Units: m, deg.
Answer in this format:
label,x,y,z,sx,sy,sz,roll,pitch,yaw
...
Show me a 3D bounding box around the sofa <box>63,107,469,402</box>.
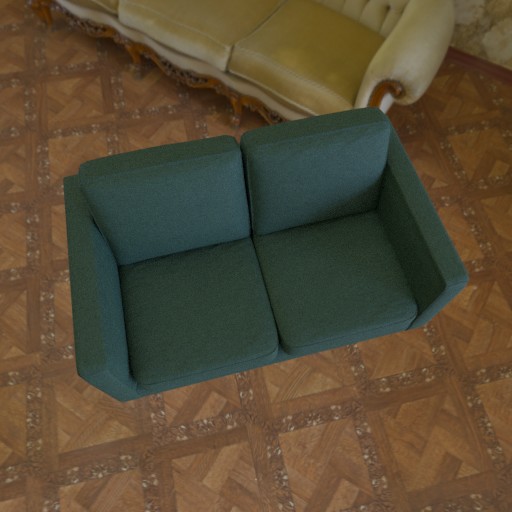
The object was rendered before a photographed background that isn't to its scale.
label,x,y,z,sx,sy,sz,roll,pitch,yaw
sofa,0.000,0.000,1.926,1.430,0.899,0.879,-13,64,-6
